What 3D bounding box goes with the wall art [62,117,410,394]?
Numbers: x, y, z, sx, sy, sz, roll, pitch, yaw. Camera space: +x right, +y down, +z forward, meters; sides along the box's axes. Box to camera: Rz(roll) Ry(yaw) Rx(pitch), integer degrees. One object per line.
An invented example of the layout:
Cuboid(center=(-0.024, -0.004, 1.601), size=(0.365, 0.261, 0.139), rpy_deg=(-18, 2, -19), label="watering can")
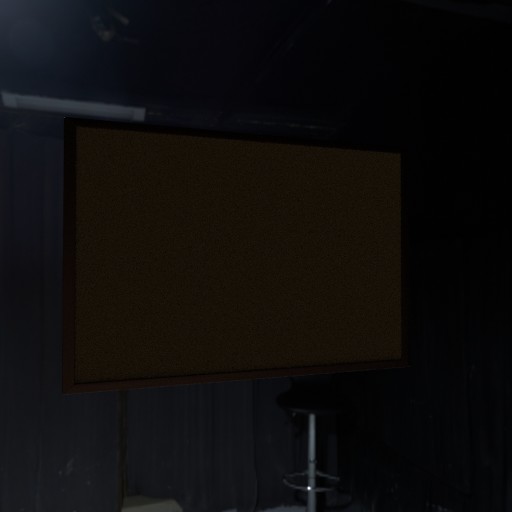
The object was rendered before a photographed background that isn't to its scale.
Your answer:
Cuboid(center=(0.000, 0.000, 1.018), size=(0.816, 0.559, 0.014), rpy_deg=(0, -1, -17), label="wall art")
